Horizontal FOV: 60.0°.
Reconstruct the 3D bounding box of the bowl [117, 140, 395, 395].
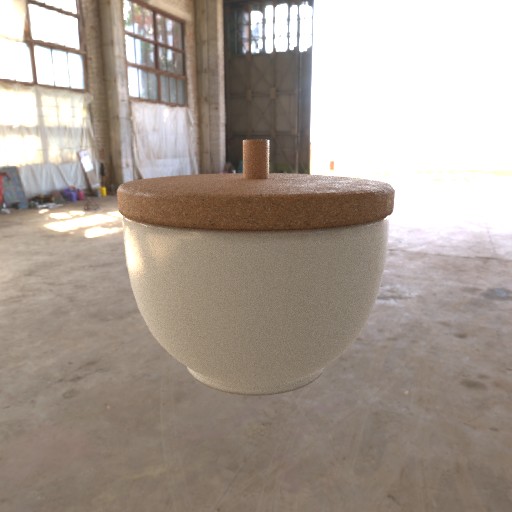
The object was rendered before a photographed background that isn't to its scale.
[{"bbox_3d":[0.000,0.000,0.218,0.126,0.110,0.126,0,14,0],"label":"bowl"}]
